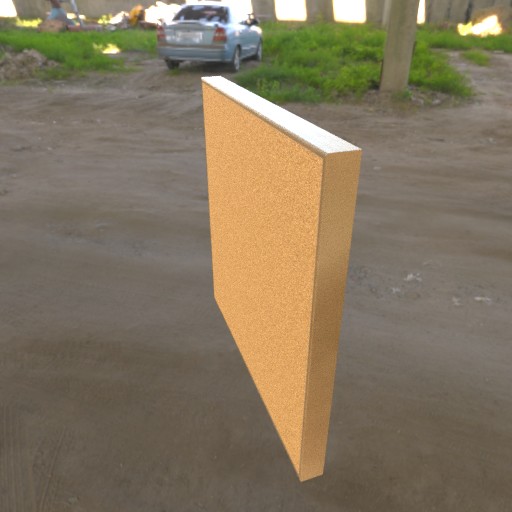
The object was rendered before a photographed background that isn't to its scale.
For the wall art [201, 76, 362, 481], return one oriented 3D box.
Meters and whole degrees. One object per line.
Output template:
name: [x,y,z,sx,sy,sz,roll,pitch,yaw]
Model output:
wall art: [0.000,0.000,0.764,0.038,0.511,0.513,-10,31,-17]
